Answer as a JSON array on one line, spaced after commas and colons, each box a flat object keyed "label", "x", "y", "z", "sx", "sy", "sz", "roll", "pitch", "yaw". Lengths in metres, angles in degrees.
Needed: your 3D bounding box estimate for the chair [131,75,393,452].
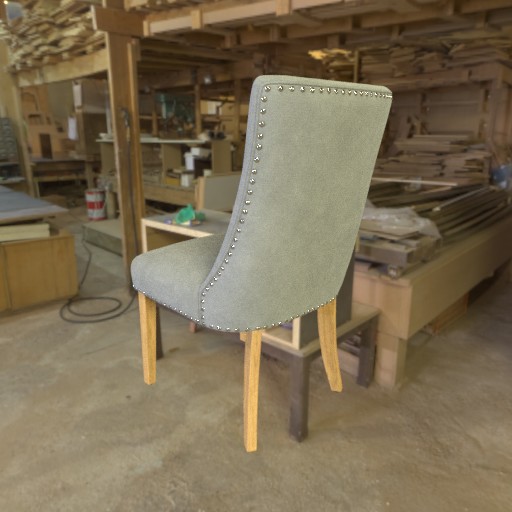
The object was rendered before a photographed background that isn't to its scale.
[{"label": "chair", "x": 0.000, "y": 0.000, "z": 1.269, "sx": 0.495, "sy": 0.902, "sz": 0.610, "roll": -16, "pitch": 23, "yaw": -42}]
